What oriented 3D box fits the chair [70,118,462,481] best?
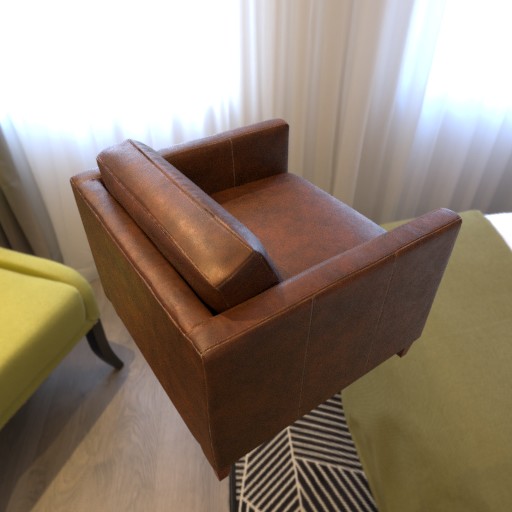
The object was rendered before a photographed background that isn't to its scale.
[{"bbox_3d":[0.000,0.000,1.671,0.975,0.864,0.990,-24,45,-26],"label":"chair"}]
